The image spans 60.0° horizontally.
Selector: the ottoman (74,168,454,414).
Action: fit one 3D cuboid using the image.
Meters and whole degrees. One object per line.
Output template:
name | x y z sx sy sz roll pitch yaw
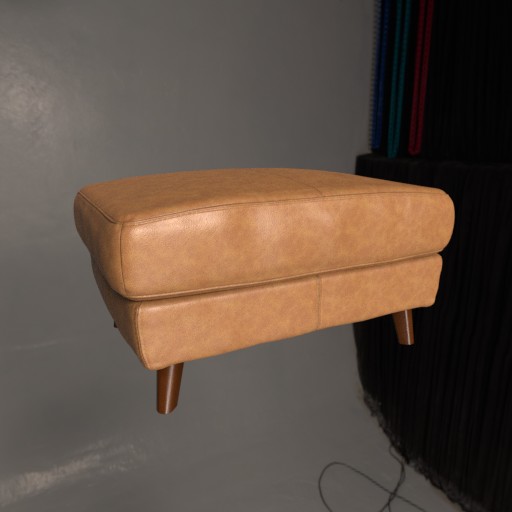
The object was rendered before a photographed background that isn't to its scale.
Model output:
ottoman | 0.000 0.000 1.220 0.869 0.461 0.630 -8 17 -27
